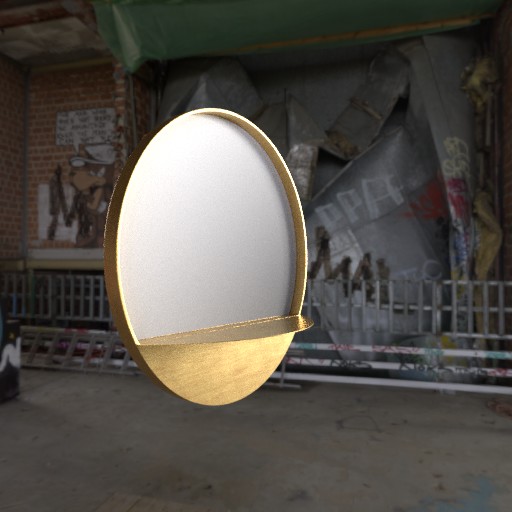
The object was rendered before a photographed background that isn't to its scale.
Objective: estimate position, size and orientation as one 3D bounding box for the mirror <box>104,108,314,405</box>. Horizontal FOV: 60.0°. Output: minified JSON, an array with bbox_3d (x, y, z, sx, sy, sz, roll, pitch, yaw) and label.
[{"bbox_3d":[0.000,0.000,0.684,0.133,0.457,0.457,-1,-2,36],"label":"mirror"}]
